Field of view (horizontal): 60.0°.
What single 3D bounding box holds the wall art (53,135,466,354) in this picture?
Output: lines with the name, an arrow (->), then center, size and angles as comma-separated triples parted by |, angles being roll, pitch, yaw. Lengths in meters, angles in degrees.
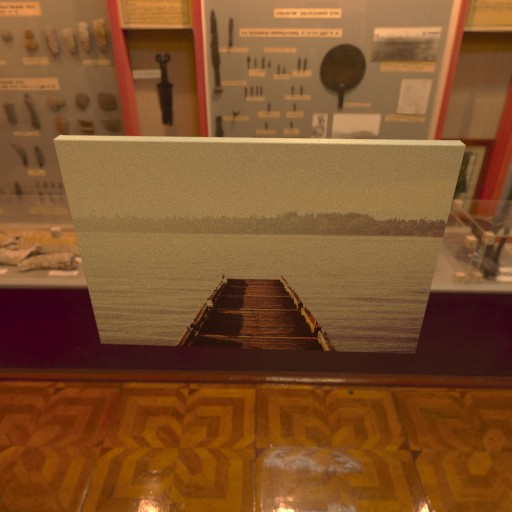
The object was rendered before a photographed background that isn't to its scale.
wall art -> 0.000, 0.000, 1.152 | 0.916, 0.609, 0.037 | 1, 31, 2
